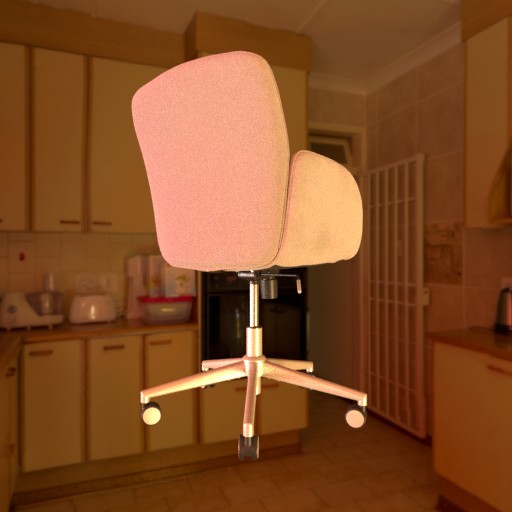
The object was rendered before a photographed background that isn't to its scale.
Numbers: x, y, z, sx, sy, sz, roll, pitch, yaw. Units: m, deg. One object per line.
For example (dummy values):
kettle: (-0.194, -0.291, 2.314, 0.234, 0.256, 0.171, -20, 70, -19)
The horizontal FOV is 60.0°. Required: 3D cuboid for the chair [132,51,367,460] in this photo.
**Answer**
chair: (0.000, 0.000, 1.361, 0.648, 0.959, 0.654, 0, 0, 38)
